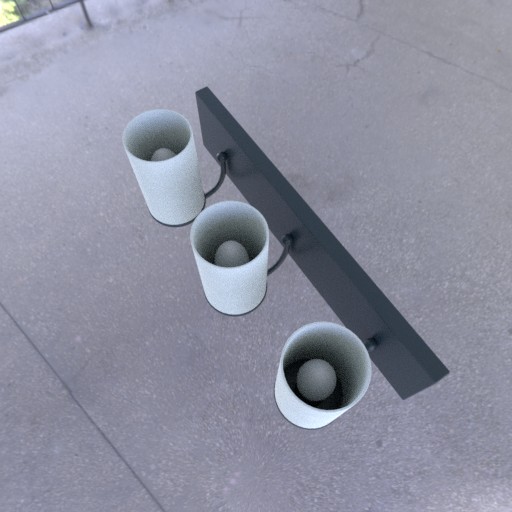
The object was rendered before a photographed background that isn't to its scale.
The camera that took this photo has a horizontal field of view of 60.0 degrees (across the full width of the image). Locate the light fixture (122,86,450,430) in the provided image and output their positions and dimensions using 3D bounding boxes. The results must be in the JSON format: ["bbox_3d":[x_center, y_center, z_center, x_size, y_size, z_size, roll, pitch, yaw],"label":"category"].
[{"bbox_3d":[0.000,0.000,0.531,0.145,0.172,0.451,-31,67,-14],"label":"light fixture"}]
